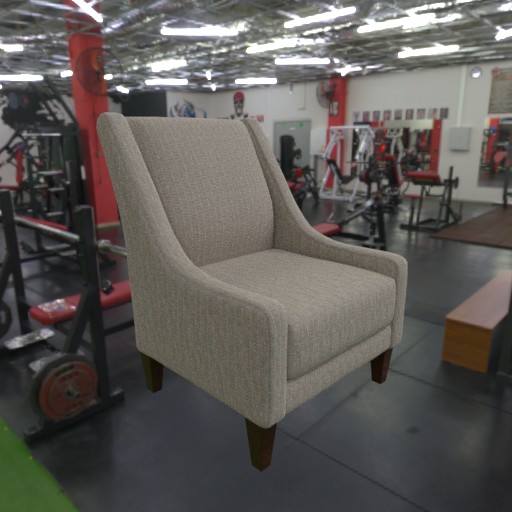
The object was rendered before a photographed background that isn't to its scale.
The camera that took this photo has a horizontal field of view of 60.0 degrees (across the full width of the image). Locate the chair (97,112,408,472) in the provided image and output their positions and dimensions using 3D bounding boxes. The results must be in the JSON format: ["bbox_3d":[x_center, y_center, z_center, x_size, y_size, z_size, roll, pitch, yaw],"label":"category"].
[{"bbox_3d":[0.000,0.000,1.640,0.774,1.014,0.870,-15,21,-43],"label":"chair"}]
